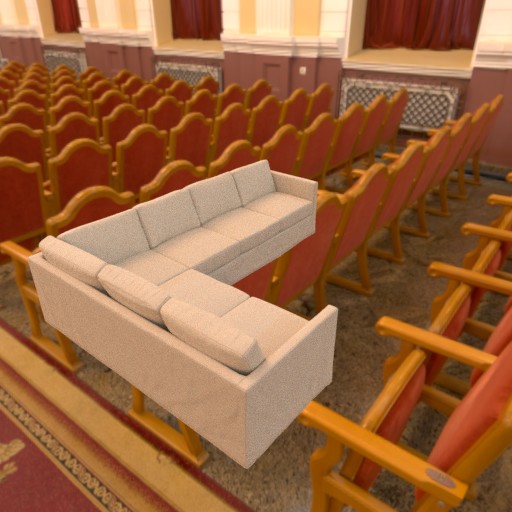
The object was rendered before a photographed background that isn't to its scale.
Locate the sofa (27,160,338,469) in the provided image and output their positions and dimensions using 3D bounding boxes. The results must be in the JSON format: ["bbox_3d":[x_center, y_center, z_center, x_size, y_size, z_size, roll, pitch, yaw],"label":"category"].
[{"bbox_3d":[0.000,0.000,4.262,2.432,0.871,3.182,21,35,33],"label":"sofa"}]
